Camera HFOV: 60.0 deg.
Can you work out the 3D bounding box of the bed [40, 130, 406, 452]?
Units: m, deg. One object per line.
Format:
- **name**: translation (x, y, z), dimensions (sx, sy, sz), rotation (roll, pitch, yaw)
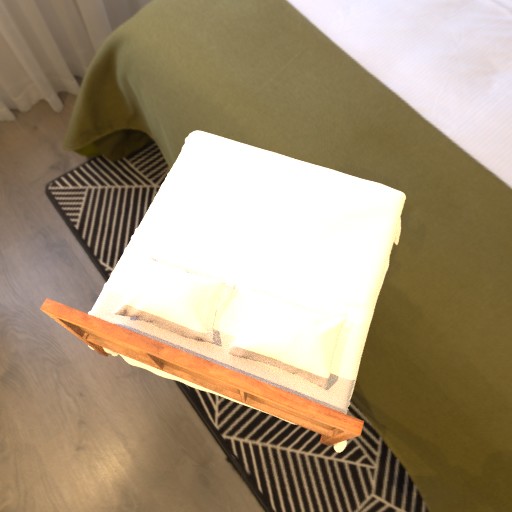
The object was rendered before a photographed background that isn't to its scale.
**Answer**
- **bed**: translation (0.000, 0.000, 3.494), dimensions (2.255, 1.158, 2.165), rotation (19, 66, 9)
